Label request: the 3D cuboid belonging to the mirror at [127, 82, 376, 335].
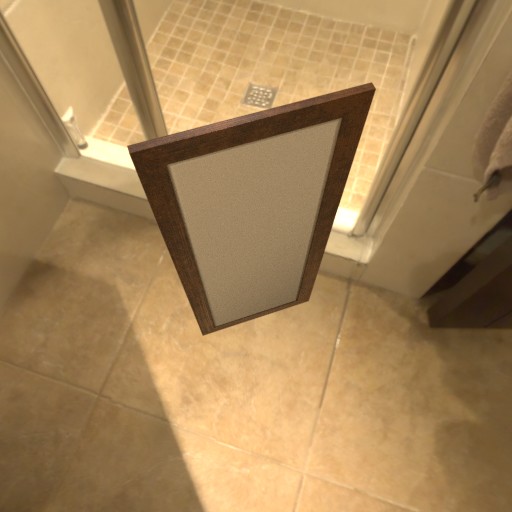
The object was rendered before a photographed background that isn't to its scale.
[{"bbox_3d":[0.000,0.000,2.305,0.812,2.031,0.032,-17,66,-8],"label":"mirror"}]
